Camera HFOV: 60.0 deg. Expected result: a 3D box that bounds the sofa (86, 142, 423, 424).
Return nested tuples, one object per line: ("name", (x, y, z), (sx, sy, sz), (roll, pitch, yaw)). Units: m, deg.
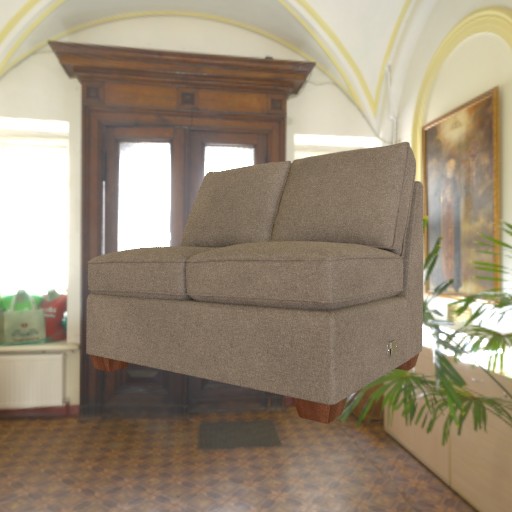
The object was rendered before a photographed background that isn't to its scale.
("sofa", (0.000, 0.000, 2.003), (1.237, 1.008, 0.951), (0, 0, 35))
